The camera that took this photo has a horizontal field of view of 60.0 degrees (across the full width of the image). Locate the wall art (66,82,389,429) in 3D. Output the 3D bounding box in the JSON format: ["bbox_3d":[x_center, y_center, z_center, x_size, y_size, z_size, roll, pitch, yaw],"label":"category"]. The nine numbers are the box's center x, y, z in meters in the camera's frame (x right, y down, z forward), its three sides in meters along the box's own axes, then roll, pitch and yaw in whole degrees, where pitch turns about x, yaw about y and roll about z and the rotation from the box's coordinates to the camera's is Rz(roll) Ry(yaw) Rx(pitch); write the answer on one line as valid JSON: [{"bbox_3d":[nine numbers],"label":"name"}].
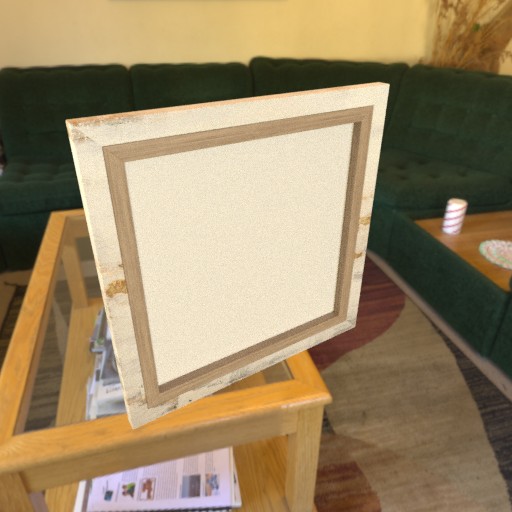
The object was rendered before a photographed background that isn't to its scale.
[{"bbox_3d":[0.000,0.000,1.110,0.753,0.755,0.038,-18,34,-28],"label":"wall art"}]
